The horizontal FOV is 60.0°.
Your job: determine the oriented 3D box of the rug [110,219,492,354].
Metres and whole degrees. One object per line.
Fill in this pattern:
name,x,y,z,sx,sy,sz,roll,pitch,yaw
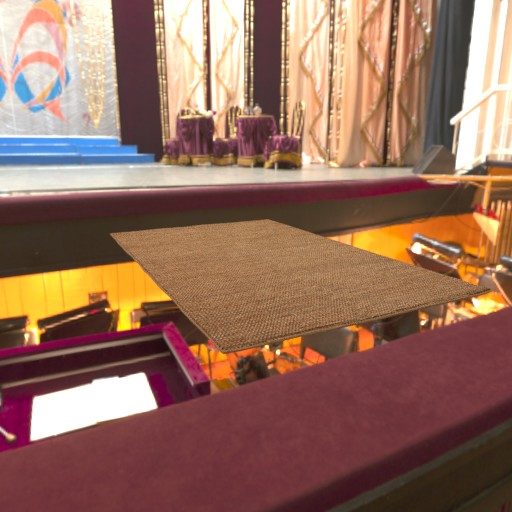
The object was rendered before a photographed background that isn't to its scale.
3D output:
rug,0.000,0.000,3.015,1.521,0.034,2.438,-7,16,-26
